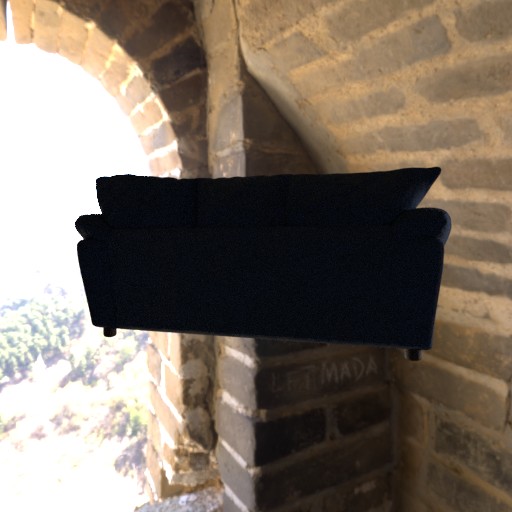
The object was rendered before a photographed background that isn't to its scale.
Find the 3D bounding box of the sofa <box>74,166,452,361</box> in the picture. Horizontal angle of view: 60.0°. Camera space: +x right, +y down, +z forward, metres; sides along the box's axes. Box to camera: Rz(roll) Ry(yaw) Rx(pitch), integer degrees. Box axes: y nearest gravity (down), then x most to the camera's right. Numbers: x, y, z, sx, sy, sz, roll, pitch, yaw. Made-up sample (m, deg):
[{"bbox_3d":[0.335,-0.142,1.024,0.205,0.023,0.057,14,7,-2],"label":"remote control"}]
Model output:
[{"bbox_3d":[0.000,0.000,2.935,2.390,1.091,0.907,0,1,18],"label":"sofa"}]
